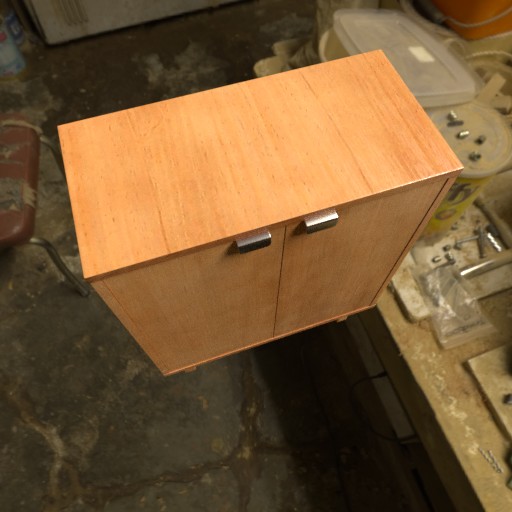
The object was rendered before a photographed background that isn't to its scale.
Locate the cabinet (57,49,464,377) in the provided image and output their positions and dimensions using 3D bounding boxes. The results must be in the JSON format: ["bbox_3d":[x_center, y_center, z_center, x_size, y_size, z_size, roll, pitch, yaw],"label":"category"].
[{"bbox_3d":[0.000,0.000,1.403,0.800,1.001,0.419,-17,64,-9],"label":"cabinet"}]
